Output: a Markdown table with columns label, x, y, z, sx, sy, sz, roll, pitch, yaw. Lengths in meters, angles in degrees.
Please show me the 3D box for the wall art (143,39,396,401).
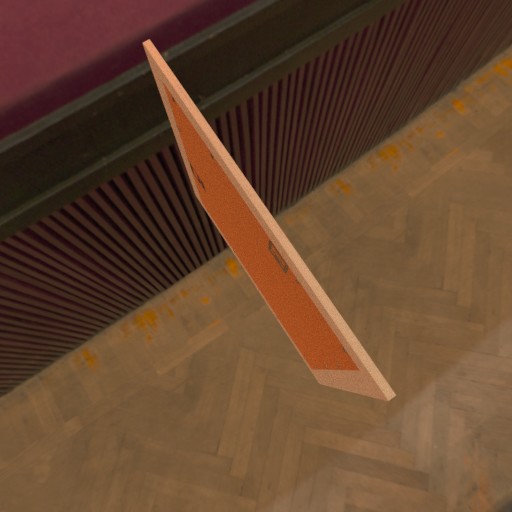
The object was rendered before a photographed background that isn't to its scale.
| label | x | y | z | sx | sy | sz | roll | pitch | yaw |
| --- | --- | --- | --- | --- | --- | --- | --- | --- | --- |
| wall art | 0.000 | 0.000 | 0.859 | 0.013 | 0.584 | 0.584 | -32 | 78 | -8 |
